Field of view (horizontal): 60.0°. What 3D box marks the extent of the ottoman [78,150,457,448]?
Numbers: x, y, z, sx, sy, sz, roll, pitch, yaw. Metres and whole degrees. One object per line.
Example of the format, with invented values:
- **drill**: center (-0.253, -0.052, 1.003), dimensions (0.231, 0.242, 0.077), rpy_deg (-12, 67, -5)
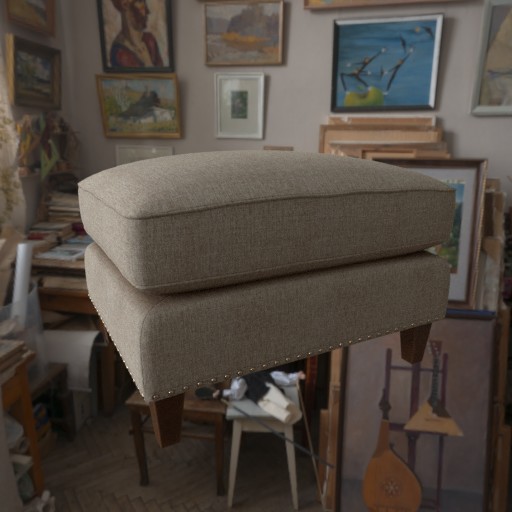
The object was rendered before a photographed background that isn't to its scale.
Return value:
- **ottoman**: center (0.000, 0.000, 1.106), dimensions (0.741, 0.513, 0.584), rpy_deg (-8, 17, -28)
